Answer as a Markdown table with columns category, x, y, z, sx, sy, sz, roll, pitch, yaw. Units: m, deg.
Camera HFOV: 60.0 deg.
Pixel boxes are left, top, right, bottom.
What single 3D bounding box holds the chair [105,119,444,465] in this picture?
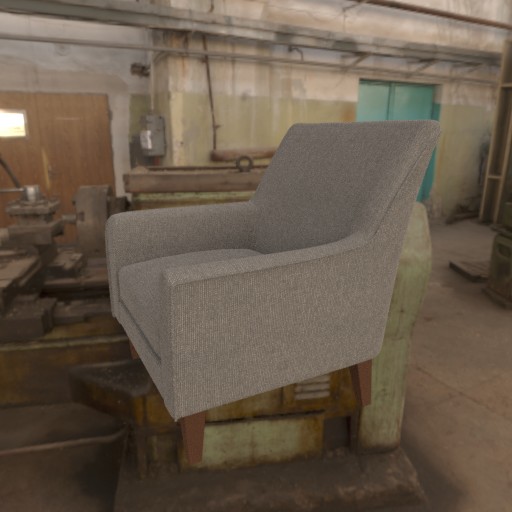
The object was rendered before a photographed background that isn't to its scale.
| category | x | y | z | sx | sy | sz | roll | pitch | yaw |
| --- | --- | --- | --- | --- | --- | --- | --- | --- | --- |
| chair | 0.000 | 0.000 | 1.570 | 0.899 | 0.919 | 0.780 | -8 | 18 | -27 |
